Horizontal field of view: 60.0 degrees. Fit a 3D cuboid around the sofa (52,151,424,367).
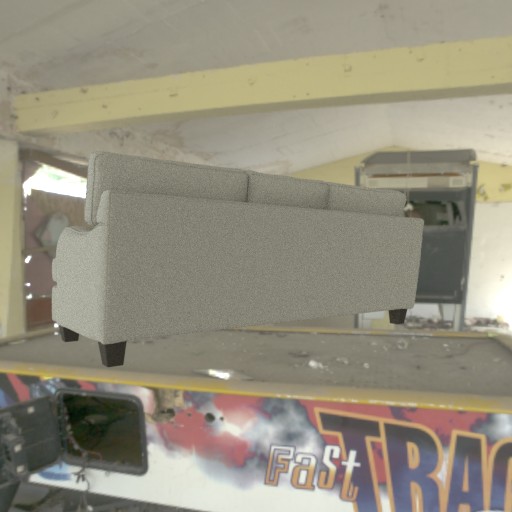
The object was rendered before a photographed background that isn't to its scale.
[{"bbox_3d":[0.000,0.000,2.915,2.323,0.997,1.016,0,0,-37],"label":"sofa"}]
